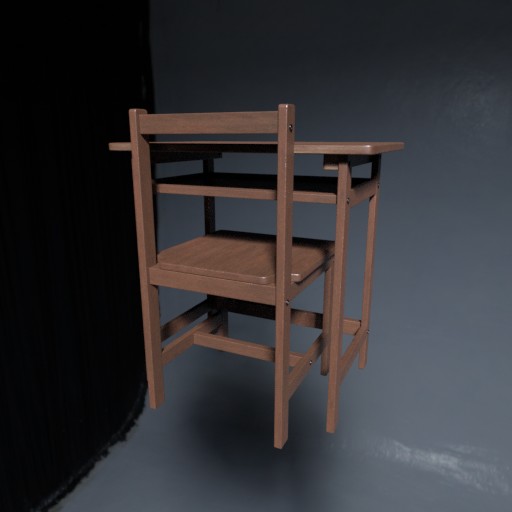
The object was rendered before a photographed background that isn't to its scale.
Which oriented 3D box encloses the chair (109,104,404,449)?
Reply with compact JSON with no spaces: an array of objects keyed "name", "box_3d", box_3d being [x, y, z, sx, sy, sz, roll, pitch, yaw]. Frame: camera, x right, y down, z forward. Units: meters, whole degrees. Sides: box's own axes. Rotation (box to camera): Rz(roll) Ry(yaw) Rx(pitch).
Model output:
[{"name":"chair","box_3d":[0.000,0.000,1.092,0.599,0.673,0.463,7,17,25]}]
